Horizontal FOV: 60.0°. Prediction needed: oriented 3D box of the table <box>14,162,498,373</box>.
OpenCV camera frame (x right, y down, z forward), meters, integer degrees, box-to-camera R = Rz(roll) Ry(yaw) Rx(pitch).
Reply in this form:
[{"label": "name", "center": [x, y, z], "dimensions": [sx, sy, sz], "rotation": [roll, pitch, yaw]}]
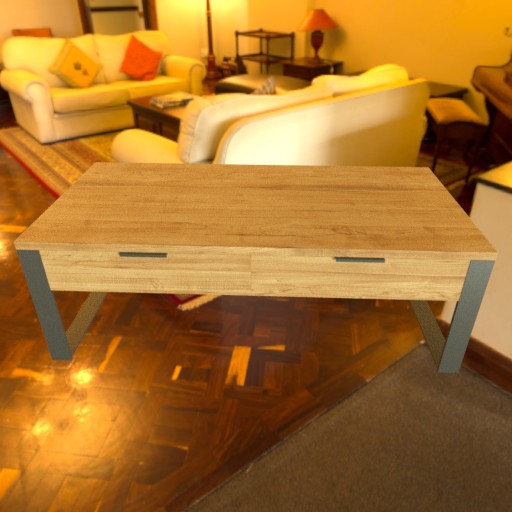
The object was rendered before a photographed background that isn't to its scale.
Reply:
[{"label": "table", "center": [0.000, 0.000, 1.425], "dimensions": [1.180, 0.400, 0.590], "rotation": [1, 31, 2]}]
